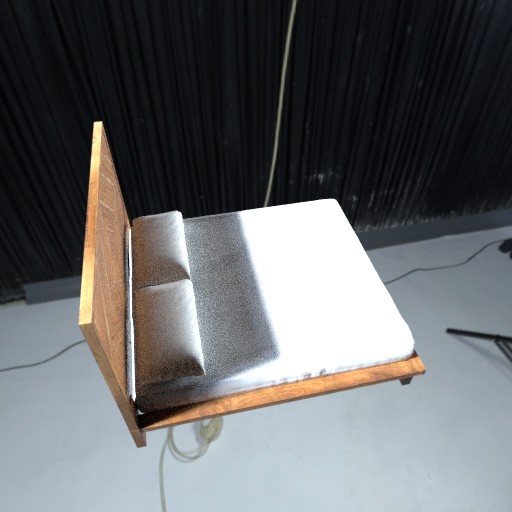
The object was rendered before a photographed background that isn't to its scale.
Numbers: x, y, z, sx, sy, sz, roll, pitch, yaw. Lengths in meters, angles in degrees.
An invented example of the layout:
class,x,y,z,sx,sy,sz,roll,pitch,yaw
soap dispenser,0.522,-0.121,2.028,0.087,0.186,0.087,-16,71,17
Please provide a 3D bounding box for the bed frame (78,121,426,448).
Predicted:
class,x,y,z,sx,sy,sz,roll,pitch,yaw
bed frame,0.000,0.000,3.591,2.235,1.537,2.038,-9,46,-9
